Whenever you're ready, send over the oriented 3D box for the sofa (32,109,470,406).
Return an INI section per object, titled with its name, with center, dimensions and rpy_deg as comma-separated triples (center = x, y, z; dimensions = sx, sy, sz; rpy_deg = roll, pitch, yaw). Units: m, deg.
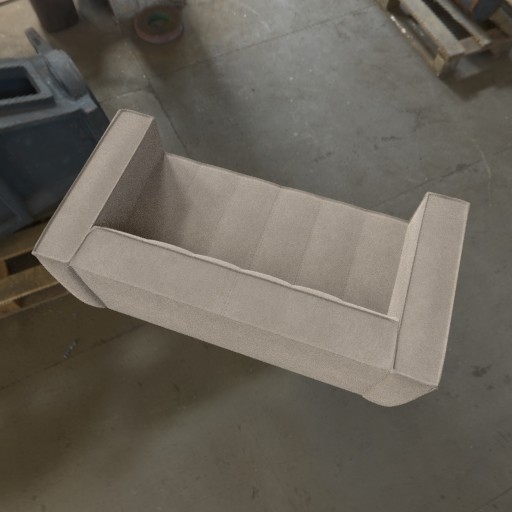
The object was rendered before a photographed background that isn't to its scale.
[sofa]
center = 0.000, 0.000, 2.478
dimensions = 1.995, 0.680, 1.038
rpy_deg = 17, 65, 8
